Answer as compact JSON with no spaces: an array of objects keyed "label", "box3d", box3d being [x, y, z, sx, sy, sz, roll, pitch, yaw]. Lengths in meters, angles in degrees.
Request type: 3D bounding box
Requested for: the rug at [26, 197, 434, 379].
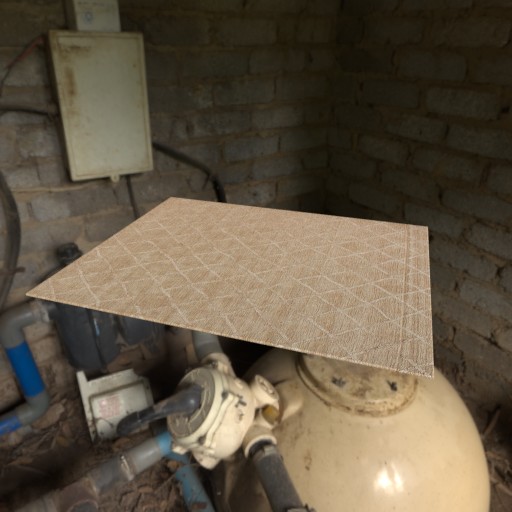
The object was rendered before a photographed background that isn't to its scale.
[{"label":"rug","box3d":[0.000,0.000,4.102,3.039,0.019,2.420,8,28,16]}]
